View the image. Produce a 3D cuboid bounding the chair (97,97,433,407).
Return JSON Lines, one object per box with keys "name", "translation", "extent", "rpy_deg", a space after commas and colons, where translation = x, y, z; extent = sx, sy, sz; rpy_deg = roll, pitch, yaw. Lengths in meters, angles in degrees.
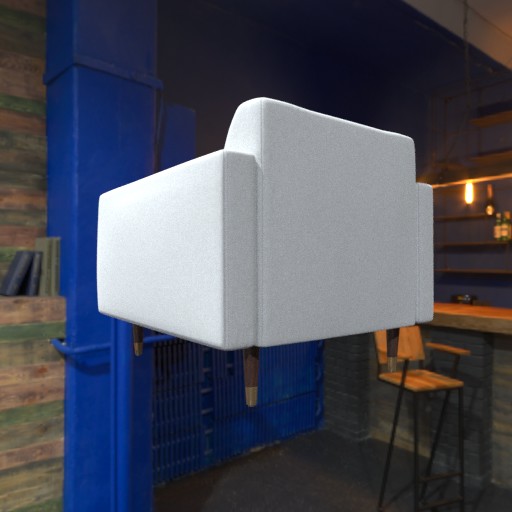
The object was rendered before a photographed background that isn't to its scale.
{"name": "chair", "translation": [0.000, 0.000, 1.699], "extent": [0.953, 0.819, 0.998], "rpy_deg": [0, -1, -37]}
